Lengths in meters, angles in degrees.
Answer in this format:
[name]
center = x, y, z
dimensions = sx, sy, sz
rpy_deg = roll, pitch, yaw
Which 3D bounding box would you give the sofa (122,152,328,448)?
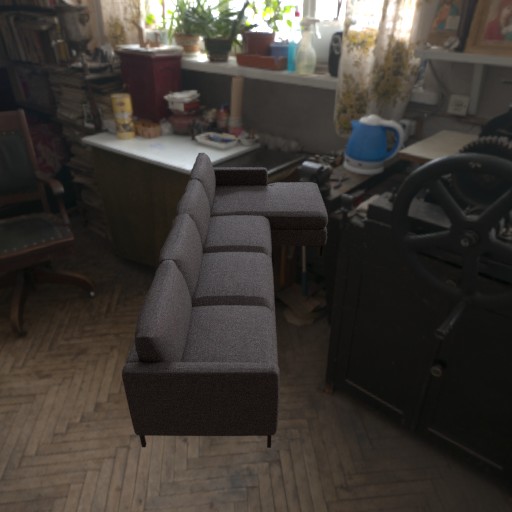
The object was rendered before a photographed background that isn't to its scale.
[sofa]
center = 0.000, 0.000, 3.869
dimensions = 1.483, 0.892, 3.221
rpy_deg = 0, 32, 0
